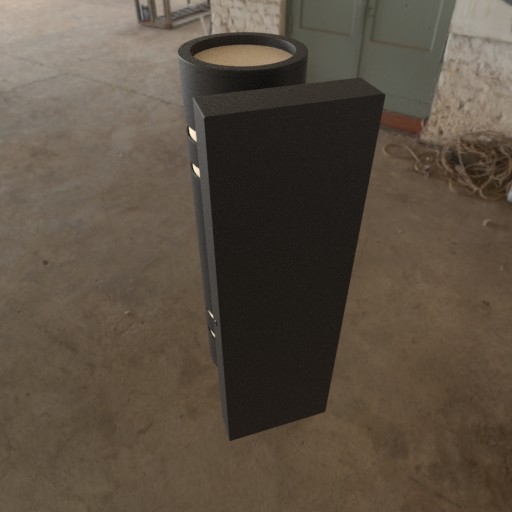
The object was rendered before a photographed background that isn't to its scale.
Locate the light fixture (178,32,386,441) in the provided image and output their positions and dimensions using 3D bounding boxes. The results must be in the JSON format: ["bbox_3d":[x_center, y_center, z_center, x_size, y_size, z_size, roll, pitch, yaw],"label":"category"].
[{"bbox_3d":[0.000,0.000,0.394,0.105,0.330,0.149,-12,42,-13],"label":"light fixture"}]
